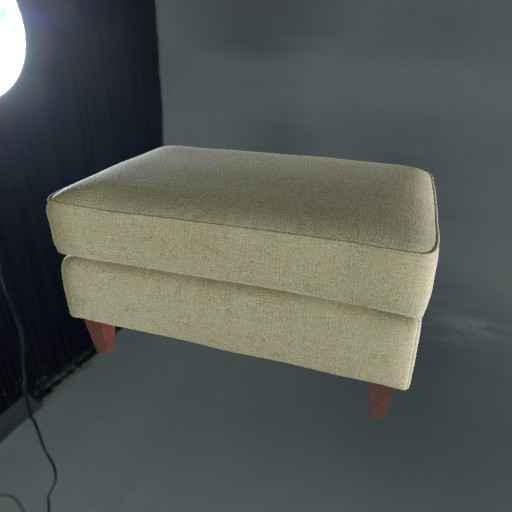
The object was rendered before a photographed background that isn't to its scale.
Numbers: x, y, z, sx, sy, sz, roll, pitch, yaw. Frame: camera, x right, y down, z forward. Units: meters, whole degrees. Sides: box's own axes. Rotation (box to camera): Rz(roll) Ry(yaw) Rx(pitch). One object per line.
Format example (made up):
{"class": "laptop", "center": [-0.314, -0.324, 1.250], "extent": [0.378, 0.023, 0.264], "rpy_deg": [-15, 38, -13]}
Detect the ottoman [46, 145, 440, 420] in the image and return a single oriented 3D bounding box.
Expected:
{"class": "ottoman", "center": [0.000, 0.000, 1.208], "extent": [0.862, 0.484, 0.583], "rpy_deg": [8, 28, 16]}
